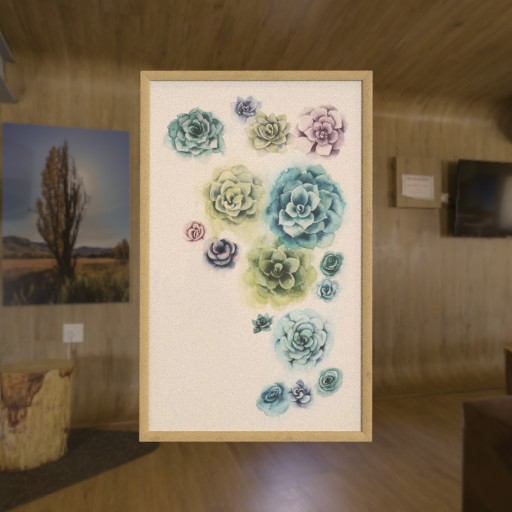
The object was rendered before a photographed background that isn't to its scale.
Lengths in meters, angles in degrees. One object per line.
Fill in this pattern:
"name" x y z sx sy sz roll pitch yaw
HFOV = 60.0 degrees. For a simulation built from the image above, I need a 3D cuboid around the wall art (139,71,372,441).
"wall art" 0.000 0.000 0.984 0.510 0.810 0.039 0 -1 0
